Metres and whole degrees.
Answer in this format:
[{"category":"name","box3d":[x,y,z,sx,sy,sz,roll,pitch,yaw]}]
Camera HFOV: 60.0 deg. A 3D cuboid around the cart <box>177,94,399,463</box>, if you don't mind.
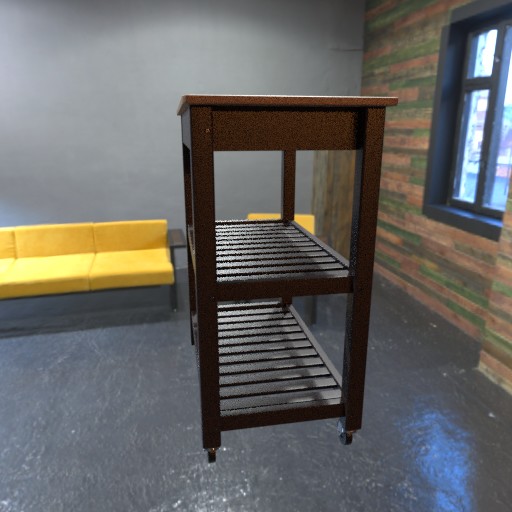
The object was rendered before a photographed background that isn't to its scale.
[{"category":"cart","box3d":[0.000,0.000,1.449,0.457,0.927,0.899,-3,16,-10]}]
